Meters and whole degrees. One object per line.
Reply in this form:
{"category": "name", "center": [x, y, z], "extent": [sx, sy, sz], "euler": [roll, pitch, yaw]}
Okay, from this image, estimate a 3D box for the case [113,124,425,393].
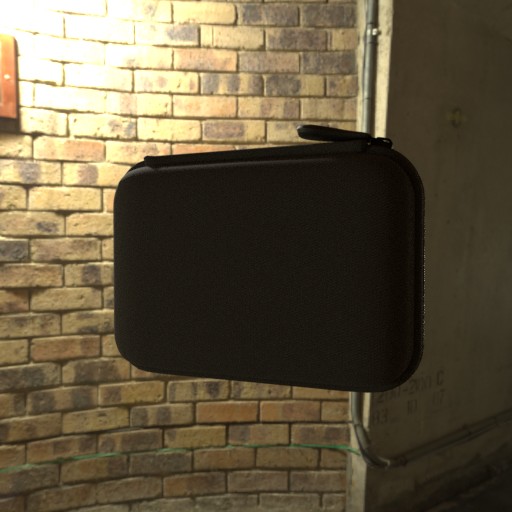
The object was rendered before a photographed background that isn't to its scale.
{"category": "case", "center": [0.000, 0.000, 0.185], "extent": [0.132, 0.105, 0.038], "euler": [0, 1, 17]}
